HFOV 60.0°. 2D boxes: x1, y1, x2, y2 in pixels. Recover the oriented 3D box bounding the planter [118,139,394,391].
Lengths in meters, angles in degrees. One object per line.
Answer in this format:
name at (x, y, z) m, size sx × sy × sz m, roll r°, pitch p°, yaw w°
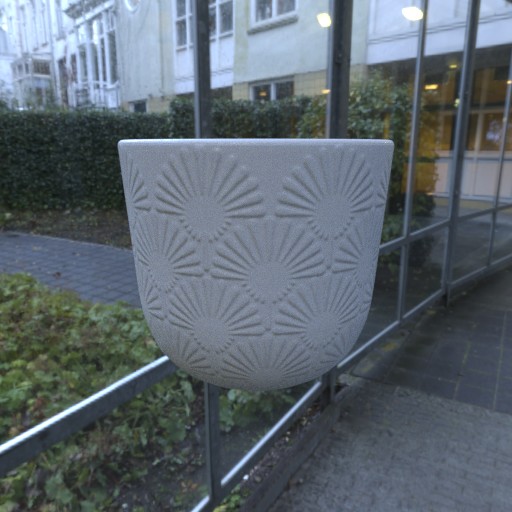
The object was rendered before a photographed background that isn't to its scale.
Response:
planter at (0.000, 0.000, 0.302) m, size 0.170 × 0.152 × 0.170 m, roll 0°, pitch 14°, yaw 0°
